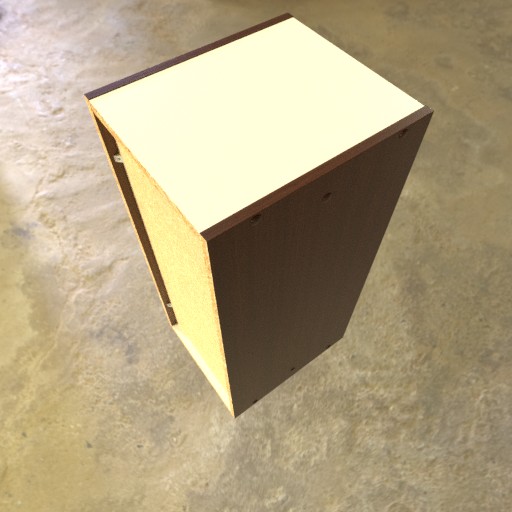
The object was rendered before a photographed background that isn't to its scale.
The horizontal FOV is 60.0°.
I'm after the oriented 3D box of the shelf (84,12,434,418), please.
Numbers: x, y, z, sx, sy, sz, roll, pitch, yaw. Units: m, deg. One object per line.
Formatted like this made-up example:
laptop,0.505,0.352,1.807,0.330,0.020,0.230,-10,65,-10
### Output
shelf,0.000,0.000,0.731,0.290,0.600,0.253,-32,62,-19
